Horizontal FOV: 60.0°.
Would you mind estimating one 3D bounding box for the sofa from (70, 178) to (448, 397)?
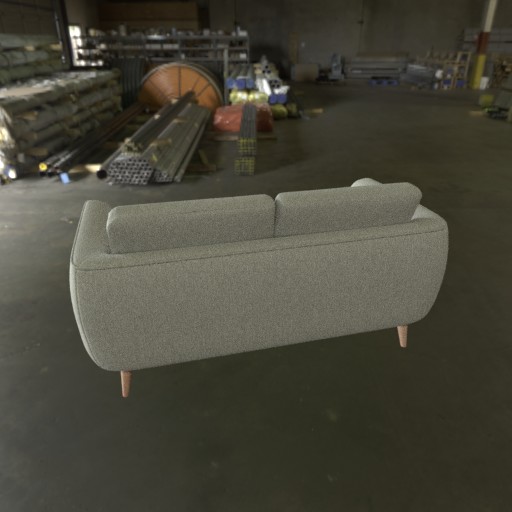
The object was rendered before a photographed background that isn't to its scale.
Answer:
[{"bbox_3d":[0.000,0.000,2.271,1.700,0.850,0.920,-7,27,-13],"label":"sofa"}]
